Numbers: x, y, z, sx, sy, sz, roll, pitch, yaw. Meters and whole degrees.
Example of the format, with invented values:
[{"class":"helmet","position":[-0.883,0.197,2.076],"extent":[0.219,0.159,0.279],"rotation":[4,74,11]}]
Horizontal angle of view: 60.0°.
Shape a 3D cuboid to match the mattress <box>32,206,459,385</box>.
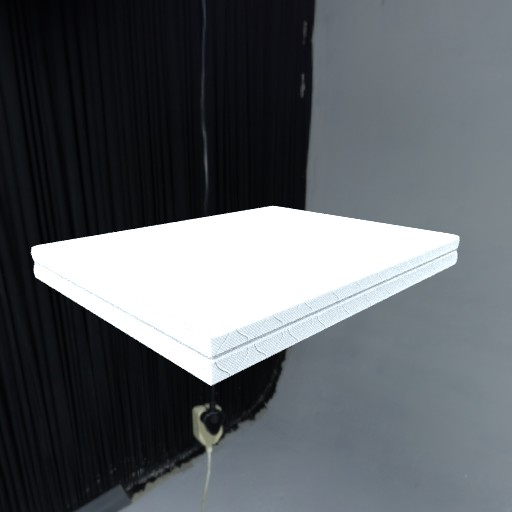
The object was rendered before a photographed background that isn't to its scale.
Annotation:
[{"class":"mattress","position":[0.000,0.000,2.652],"extent":[2.000,0.200,1.600],"rotation":[-15,22,-43]}]
